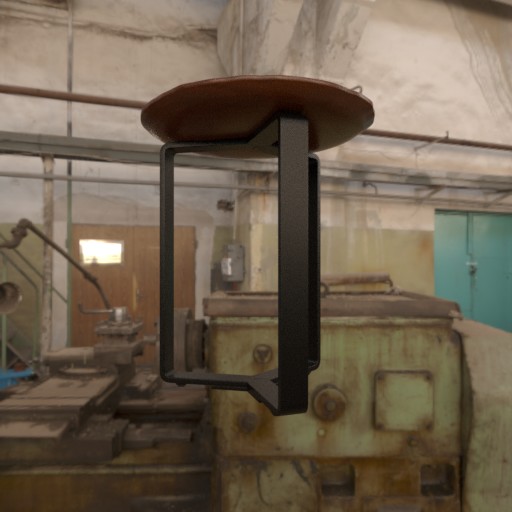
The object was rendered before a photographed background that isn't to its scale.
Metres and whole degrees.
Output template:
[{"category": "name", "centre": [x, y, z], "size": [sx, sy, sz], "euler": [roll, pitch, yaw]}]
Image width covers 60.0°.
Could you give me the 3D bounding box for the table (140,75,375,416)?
[{"category": "table", "centre": [0.000, 0.000, 0.753], "size": [0.380, 0.450, 0.410], "euler": [0, 0, -18]}]
